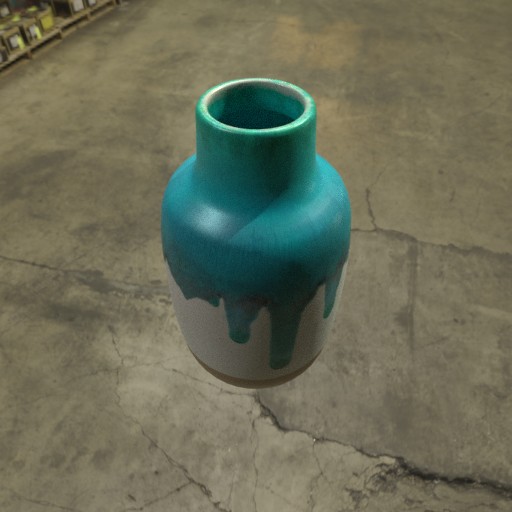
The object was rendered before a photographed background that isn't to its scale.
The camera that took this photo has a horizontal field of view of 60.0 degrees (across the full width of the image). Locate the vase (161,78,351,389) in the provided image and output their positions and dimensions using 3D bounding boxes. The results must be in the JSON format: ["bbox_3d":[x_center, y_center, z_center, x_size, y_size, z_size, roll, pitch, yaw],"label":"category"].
[{"bbox_3d":[0.000,0.000,0.262,0.106,0.192,0.106,0,46,0],"label":"vase"}]
